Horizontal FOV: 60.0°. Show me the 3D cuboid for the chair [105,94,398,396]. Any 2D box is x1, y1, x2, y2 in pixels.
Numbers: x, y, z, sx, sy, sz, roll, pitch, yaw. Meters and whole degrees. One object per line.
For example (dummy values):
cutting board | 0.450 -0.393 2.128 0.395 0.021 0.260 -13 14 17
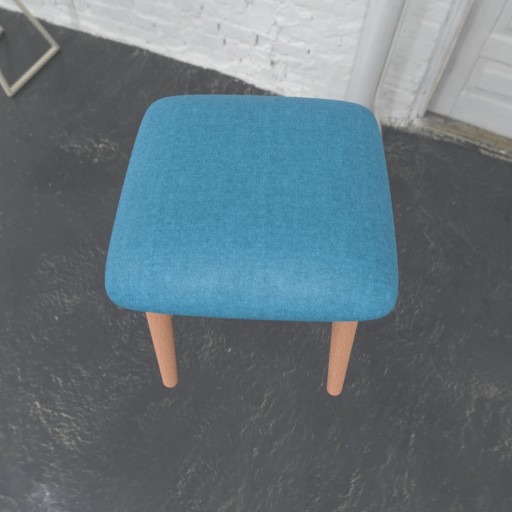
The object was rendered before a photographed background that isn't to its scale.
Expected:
chair | 0.000 0.000 0.744 0.360 0.450 0.360 2 60 1
